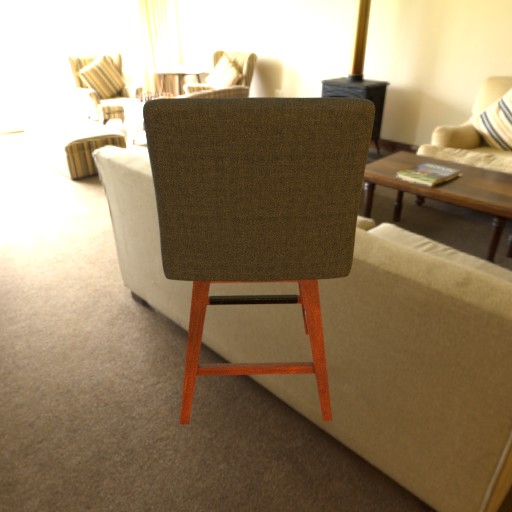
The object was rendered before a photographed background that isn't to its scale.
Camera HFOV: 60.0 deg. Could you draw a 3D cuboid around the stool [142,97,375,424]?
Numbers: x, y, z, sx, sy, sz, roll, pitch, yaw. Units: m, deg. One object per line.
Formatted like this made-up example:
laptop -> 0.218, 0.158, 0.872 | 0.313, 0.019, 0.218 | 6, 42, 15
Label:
stool -> 0.000, 0.000, 1.207 | 0.467, 0.895, 0.524 | -1, 29, -1
